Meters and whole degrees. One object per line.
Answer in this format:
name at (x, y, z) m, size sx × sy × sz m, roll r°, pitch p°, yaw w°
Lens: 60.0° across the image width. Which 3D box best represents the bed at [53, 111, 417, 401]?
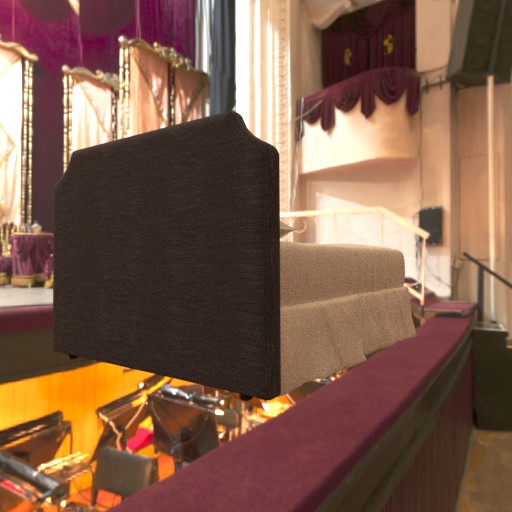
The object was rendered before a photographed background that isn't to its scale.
bed at (0.000, 0.000, 3.174) m, size 1.693 × 1.290 × 2.116 m, roll 0°, pitch 0°, yaw 36°
